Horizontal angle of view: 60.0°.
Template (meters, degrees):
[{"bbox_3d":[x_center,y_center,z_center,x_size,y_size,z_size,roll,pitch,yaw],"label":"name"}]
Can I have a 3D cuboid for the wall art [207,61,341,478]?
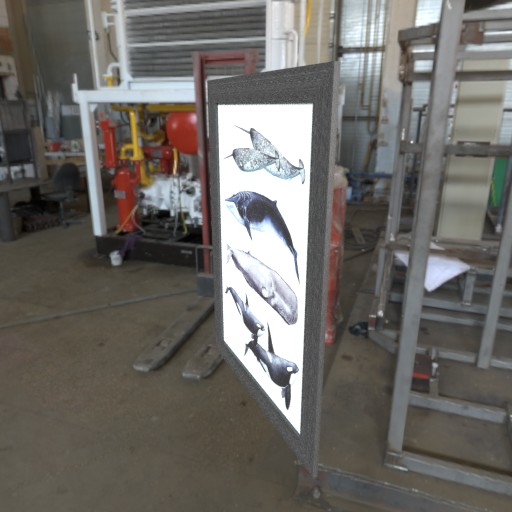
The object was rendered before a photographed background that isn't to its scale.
[{"bbox_3d":[0.000,0.000,1.463,0.016,1.116,0.810,-9,20,-24],"label":"wall art"}]
